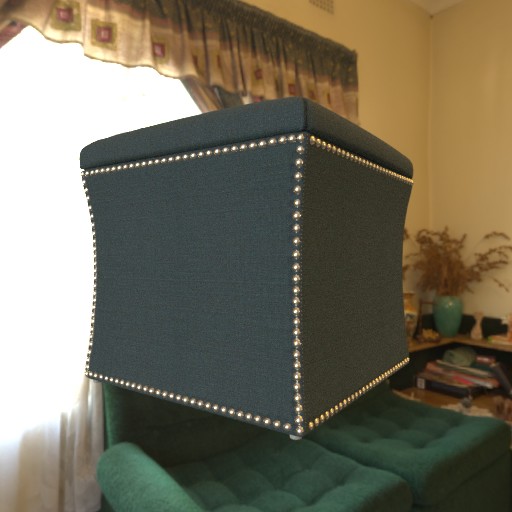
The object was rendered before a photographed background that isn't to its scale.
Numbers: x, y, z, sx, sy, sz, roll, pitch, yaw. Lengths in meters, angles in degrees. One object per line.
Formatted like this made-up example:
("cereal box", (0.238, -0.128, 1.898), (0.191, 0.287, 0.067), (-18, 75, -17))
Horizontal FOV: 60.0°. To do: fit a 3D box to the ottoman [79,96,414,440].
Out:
("ottoman", (0.000, 0.000, 0.888), (0.507, 0.475, 0.497), (1, 1, 35))
